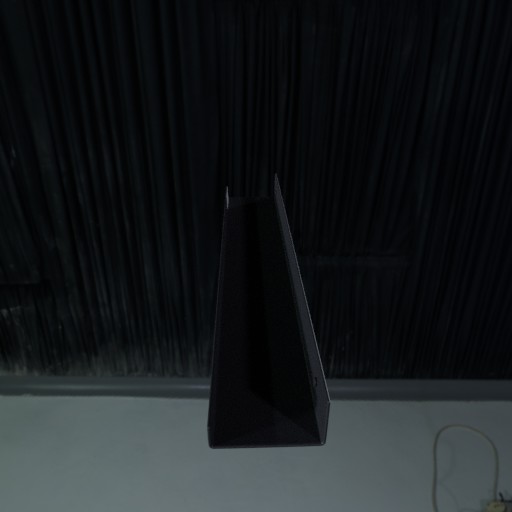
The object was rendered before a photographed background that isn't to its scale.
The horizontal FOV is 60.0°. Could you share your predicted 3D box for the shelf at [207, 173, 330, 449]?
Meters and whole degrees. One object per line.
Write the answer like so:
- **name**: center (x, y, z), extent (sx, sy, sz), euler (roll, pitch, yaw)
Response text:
- **shelf**: center (0.000, 0.000, 0.636), extent (0.102, 0.053, 0.605), euler (-1, 28, -2)
